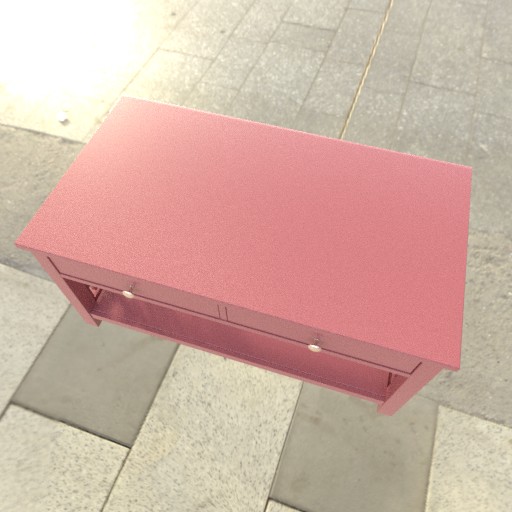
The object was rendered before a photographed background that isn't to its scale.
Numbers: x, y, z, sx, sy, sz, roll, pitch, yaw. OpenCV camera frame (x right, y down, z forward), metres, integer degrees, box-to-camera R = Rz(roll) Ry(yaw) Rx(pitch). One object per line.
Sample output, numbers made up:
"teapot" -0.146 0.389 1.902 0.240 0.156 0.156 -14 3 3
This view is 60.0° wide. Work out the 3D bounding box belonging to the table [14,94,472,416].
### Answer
"table" 0.000 0.000 1.364 1.068 0.493 0.612 15 59 9
